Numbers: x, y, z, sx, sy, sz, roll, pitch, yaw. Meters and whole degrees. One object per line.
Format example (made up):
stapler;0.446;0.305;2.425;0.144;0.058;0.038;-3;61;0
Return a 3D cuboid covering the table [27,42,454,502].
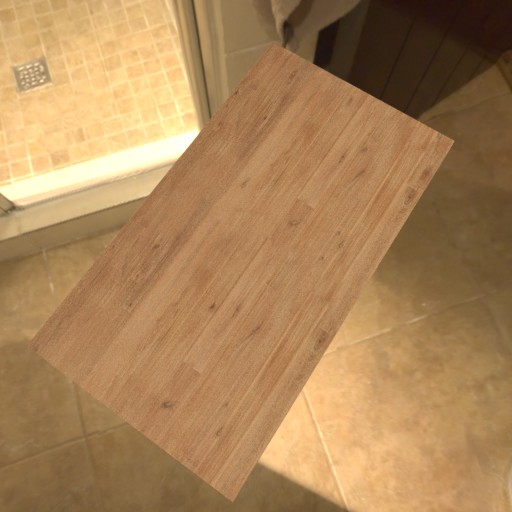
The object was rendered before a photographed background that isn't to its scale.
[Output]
table;0.000;0.000;1.975;0.918;0.531;1.619;33;76;9
